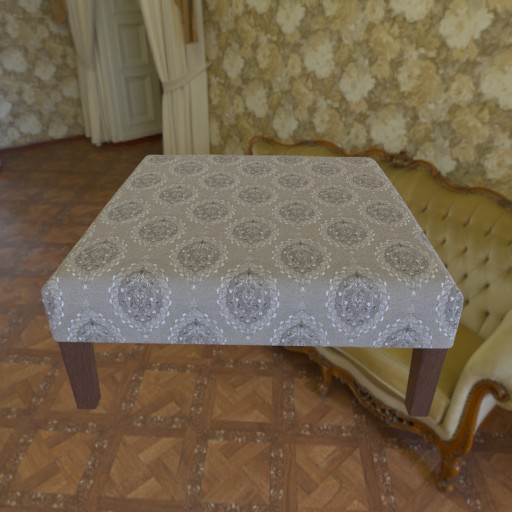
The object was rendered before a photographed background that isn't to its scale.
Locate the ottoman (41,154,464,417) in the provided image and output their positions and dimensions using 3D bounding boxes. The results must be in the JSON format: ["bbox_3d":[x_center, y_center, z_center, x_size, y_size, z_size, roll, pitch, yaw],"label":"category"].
[{"bbox_3d":[0.000,0.000,1.372,0.889,0.411,0.890,1,30,1],"label":"ottoman"}]
